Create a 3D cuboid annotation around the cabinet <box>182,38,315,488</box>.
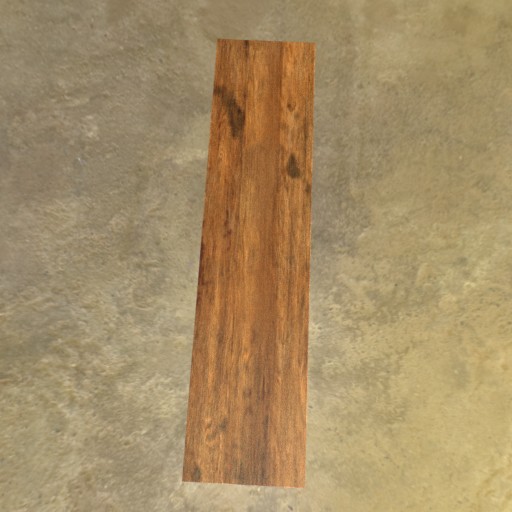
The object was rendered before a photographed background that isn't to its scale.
[{"bbox_3d":[0.000,0.000,1.669,0.349,0.528,1.448,3,77,1],"label":"cabinet"}]
